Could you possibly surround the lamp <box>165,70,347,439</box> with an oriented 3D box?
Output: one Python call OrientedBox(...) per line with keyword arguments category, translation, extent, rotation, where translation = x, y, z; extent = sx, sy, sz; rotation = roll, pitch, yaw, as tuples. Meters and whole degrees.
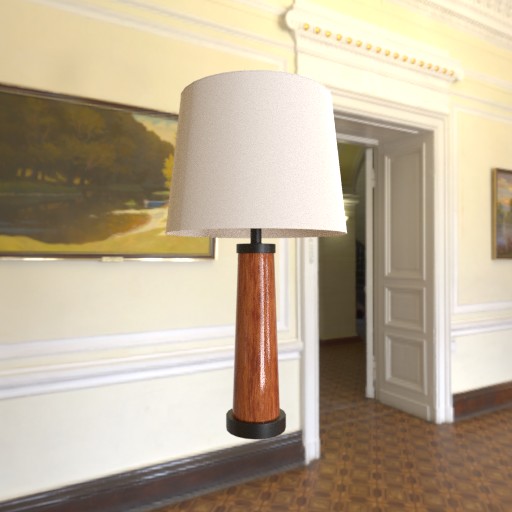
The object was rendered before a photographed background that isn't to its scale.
OrientedBox(category="lamp", translation=(0.000, 0.000, 0.864), extent=(0.349, 0.667, 0.349), rotation=(0, 0, 0))
